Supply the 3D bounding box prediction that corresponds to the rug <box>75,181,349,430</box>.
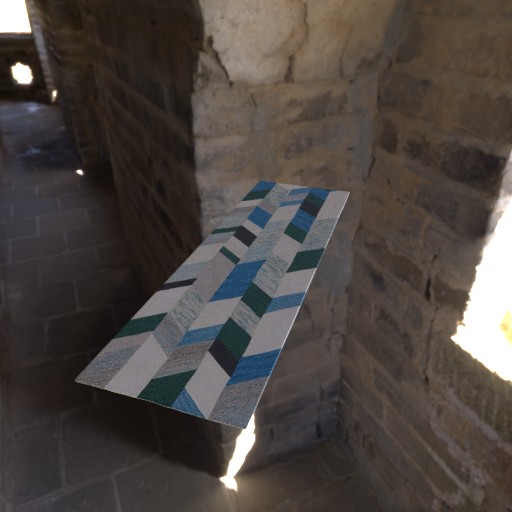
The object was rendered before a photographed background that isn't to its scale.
[{"bbox_3d":[0.000,0.000,2.737,0.774,0.008,2.437,10,32,16],"label":"rug"}]
